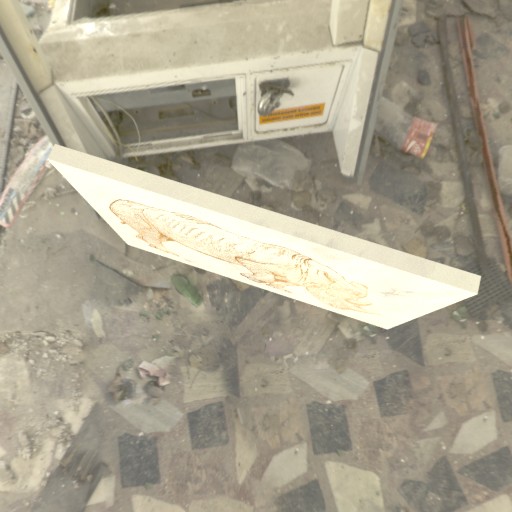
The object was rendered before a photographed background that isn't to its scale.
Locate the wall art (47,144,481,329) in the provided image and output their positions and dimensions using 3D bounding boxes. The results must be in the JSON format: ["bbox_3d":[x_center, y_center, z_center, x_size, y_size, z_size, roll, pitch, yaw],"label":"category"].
[{"bbox_3d":[0.000,0.000,1.194,0.915,0.610,0.038,18,75,5],"label":"wall art"}]
